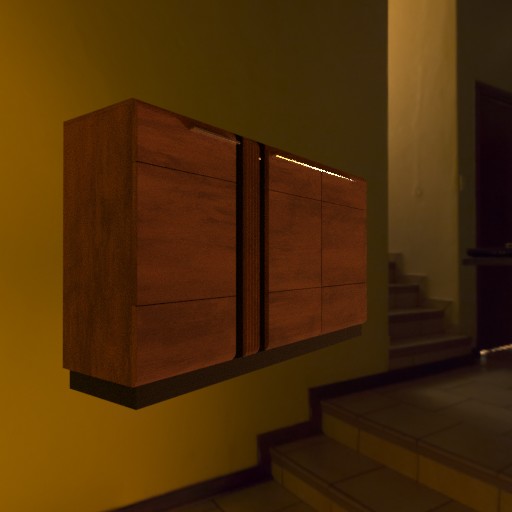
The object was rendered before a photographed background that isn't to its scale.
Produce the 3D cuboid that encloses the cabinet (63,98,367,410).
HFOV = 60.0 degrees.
[{"bbox_3d":[0.000,0.000,2.005,0.420,0.900,1.600,0,0,37],"label":"cabinet"}]
